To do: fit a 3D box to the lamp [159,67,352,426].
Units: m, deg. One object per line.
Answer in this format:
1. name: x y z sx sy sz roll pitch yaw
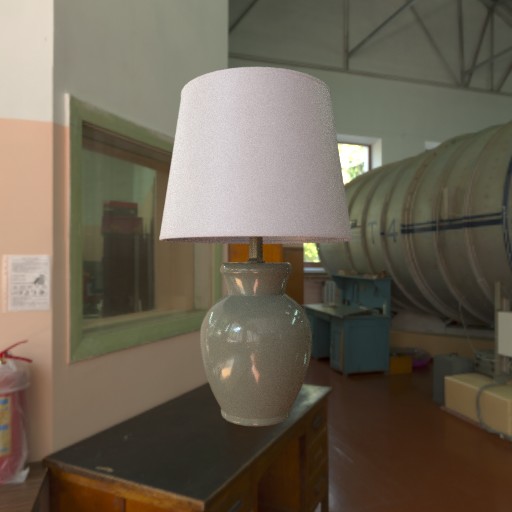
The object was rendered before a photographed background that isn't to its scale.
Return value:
1. lamp: 0.000 0.000 0.561 0.239 0.399 0.239 0 0 0
